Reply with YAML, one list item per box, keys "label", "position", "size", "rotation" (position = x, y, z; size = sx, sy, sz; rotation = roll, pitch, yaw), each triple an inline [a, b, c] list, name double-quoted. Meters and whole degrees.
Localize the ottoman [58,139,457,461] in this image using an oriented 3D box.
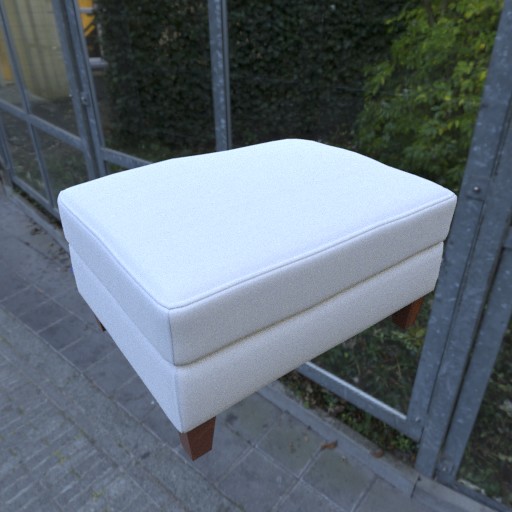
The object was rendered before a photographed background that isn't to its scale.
- label: "ottoman"
  position: [0.000, 0.000, 1.187]
  size: [0.818, 0.479, 0.634]
  rotation: [-21, 36, -31]
